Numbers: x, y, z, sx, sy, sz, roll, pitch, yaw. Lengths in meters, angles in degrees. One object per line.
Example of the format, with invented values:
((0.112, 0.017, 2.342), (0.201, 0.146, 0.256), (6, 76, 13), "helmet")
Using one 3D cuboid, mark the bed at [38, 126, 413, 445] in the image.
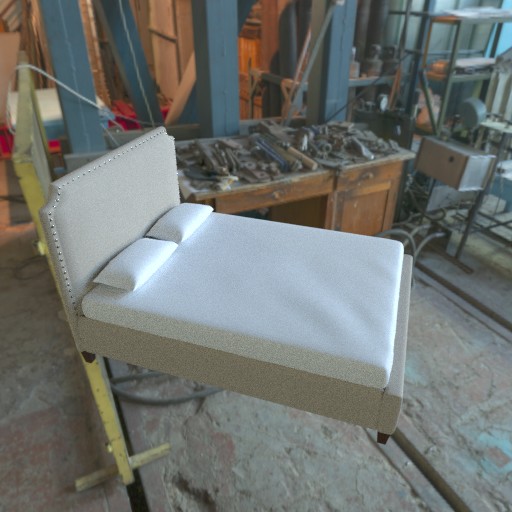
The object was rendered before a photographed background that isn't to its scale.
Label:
((0.000, 0.000, 3.432), (2.372, 1.443, 1.713), (10, 33, 16), "bed")
